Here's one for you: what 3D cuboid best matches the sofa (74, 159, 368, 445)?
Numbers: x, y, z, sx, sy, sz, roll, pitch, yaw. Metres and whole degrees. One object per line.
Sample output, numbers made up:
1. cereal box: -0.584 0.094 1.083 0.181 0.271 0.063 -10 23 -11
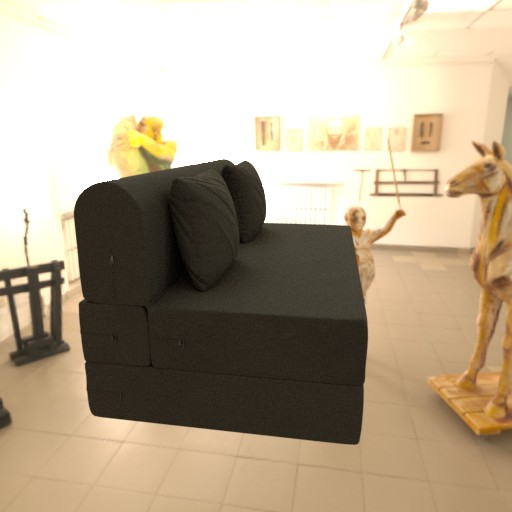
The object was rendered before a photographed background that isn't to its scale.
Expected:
1. sofa: 0.000 0.000 1.697 0.762 0.670 1.225 3 15 9
